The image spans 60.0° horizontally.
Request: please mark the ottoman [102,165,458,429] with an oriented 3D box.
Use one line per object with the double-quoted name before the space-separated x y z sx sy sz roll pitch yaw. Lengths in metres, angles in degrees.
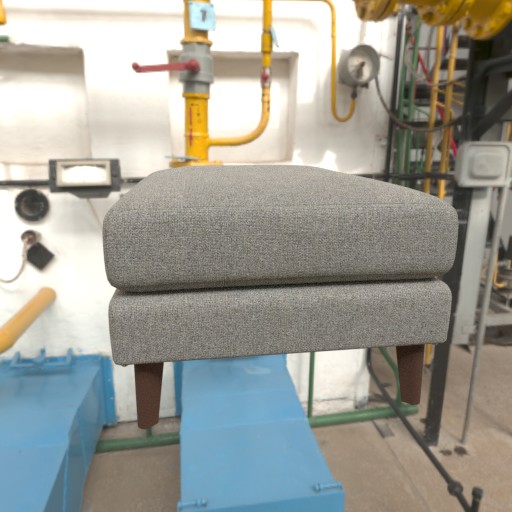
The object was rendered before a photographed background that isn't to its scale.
"ottoman" 0.000 0.000 1.146 0.611 0.441 0.821 -2 15 -8
